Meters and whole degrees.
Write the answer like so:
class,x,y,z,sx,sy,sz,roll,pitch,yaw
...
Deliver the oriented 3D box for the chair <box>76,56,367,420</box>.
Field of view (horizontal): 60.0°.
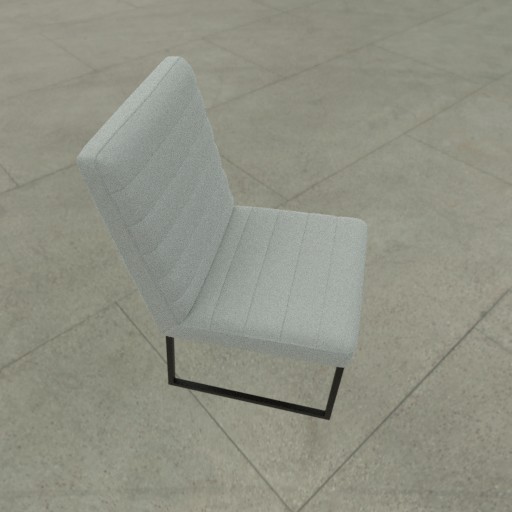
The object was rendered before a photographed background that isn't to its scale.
class,x,y,z,sx,sy,sz,roll,pitch,yaw
chair,0.000,0.000,1.305,0.634,0.930,0.520,10,47,9
